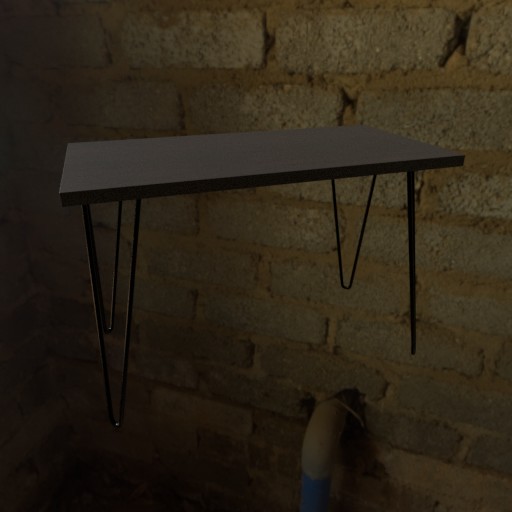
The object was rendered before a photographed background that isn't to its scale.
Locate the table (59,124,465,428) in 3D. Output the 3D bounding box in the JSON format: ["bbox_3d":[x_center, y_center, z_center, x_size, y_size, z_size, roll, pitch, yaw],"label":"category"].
[{"bbox_3d":[0.000,0.000,1.373,0.991,0.660,0.499,-9,27,-17],"label":"table"}]
